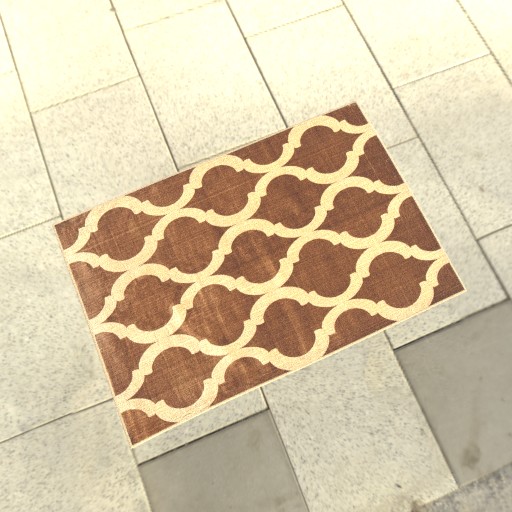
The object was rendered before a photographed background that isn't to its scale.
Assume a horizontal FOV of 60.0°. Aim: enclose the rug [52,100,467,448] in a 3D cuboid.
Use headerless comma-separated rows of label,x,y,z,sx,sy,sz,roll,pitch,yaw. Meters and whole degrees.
rug,0.000,0.000,2.882,2.290,0.014,1.526,-24,76,-6
